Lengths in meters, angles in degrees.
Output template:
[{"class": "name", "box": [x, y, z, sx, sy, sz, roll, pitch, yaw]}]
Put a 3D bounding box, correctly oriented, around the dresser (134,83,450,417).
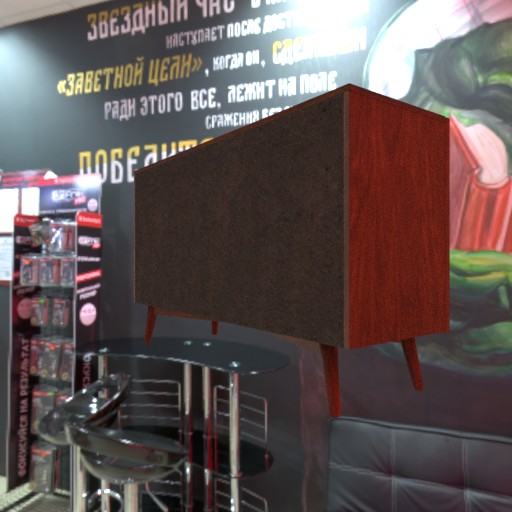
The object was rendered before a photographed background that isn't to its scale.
[{"class": "dresser", "box": [0.000, 0.000, 1.881, 0.500, 0.889, 1.472, 0, 0, -37]}]
